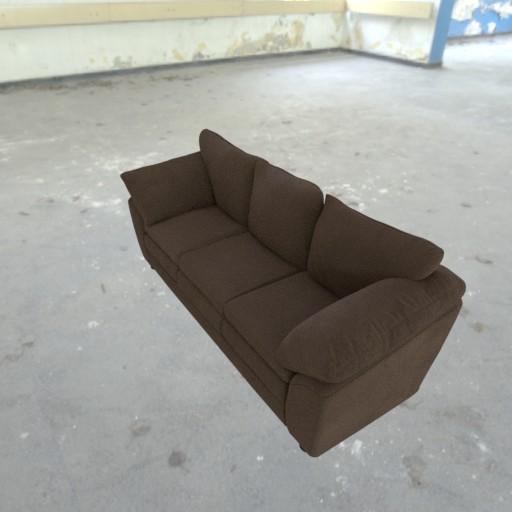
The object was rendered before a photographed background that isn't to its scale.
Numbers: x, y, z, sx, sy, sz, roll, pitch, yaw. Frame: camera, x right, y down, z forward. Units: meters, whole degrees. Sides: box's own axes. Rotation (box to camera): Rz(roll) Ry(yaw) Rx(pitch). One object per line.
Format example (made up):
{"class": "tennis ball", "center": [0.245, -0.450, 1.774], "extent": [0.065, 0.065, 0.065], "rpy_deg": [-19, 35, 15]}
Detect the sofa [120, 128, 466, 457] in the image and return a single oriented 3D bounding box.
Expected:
{"class": "sofa", "center": [0.000, 0.000, 2.767], "extent": [0.878, 1.015, 2.336], "rpy_deg": [-19, 37, -28]}
